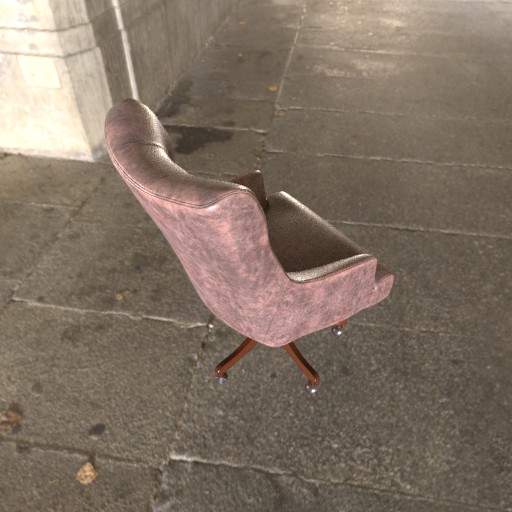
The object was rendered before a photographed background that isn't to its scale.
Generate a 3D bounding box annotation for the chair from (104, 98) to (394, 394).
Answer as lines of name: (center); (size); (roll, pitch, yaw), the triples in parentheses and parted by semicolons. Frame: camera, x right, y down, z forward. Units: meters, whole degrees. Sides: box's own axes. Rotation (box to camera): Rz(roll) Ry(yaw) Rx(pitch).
chair: (0.000, 0.000, 1.515); (0.762, 1.035, 0.641); (-26, 49, -25)
